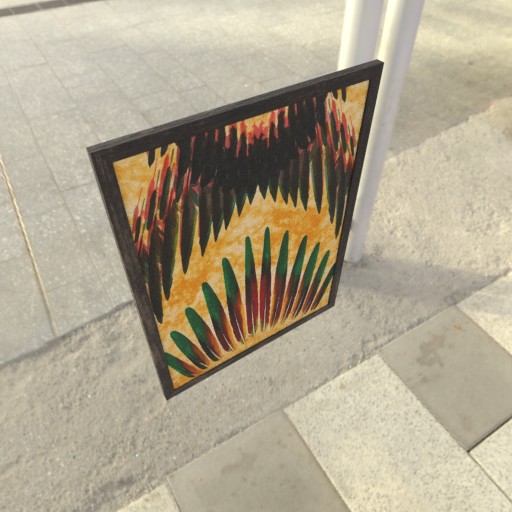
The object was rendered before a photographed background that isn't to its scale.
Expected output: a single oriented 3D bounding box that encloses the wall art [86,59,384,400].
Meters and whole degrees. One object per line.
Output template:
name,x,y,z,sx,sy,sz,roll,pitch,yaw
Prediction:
wall art,0.000,0.000,1.433,0.812,1.066,0.029,-25,51,-23
